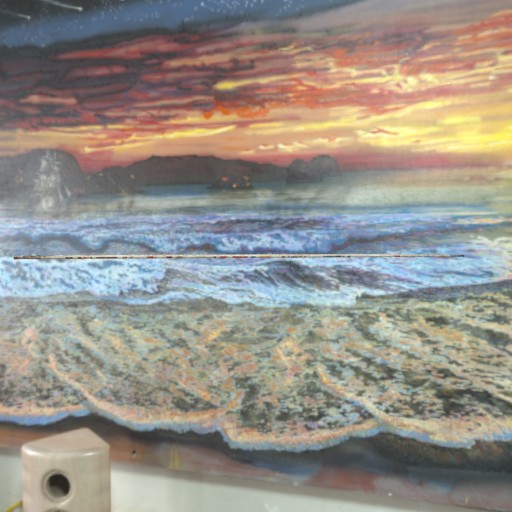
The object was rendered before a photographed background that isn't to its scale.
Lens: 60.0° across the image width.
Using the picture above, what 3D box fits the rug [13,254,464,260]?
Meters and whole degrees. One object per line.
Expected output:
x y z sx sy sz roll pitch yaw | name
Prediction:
0.000 0.000 2.888 2.682 0.015 0.763 0 1 -18 | rug
